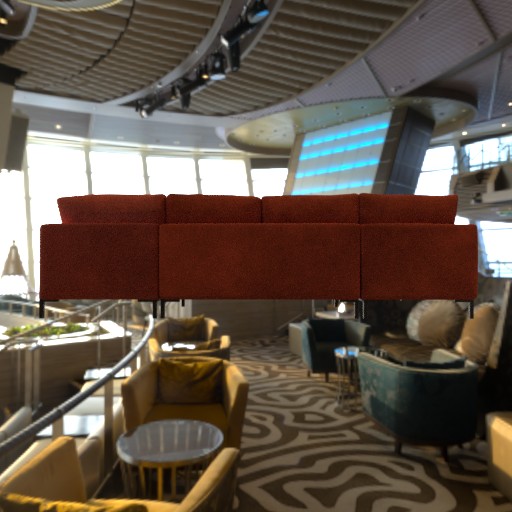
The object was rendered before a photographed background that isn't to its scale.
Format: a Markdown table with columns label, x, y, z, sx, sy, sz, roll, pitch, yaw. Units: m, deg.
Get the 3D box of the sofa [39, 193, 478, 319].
| label | x | y | z | sx | sy | sz | roll | pitch | yaw |
| --- | --- | --- | --- | --- | --- | --- | --- | --- | --- |
| sofa | 0.000 | 0.000 | 3.900 | 2.971 | 0.858 | 1.981 | 0 | -1 | 1 |
